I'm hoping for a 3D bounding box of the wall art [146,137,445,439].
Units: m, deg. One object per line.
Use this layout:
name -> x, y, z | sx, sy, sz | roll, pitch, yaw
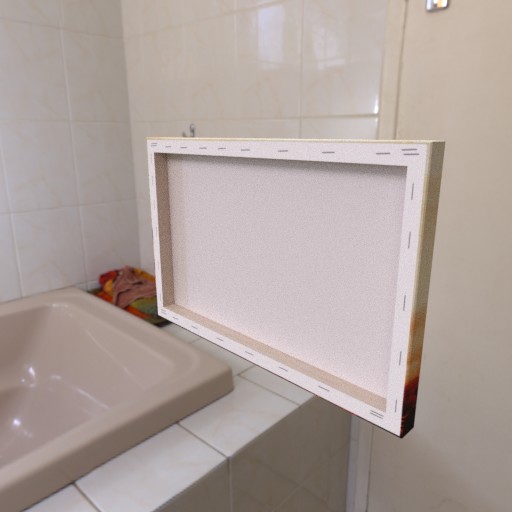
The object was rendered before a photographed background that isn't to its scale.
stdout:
wall art -> 0.000, 0.000, 0.786 | 0.040, 0.402, 0.613 | -15, 21, -43
